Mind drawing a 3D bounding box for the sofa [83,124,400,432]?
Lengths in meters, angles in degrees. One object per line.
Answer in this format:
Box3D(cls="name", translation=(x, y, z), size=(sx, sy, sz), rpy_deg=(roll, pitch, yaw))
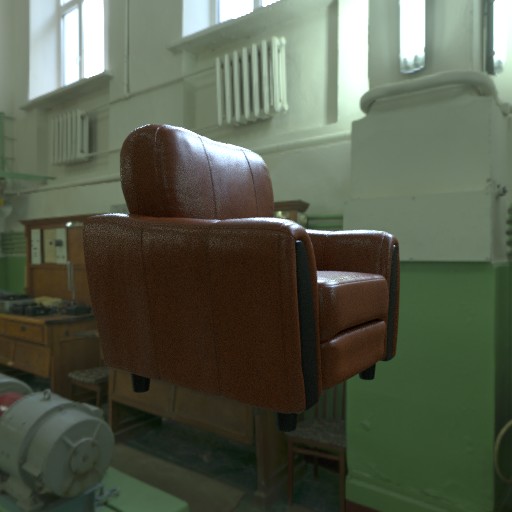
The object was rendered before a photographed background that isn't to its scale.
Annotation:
Box3D(cls="sofa", translation=(0.000, 0.000, 1.520), size=(0.789, 0.876, 0.836), rpy_deg=(0, 0, 35))
